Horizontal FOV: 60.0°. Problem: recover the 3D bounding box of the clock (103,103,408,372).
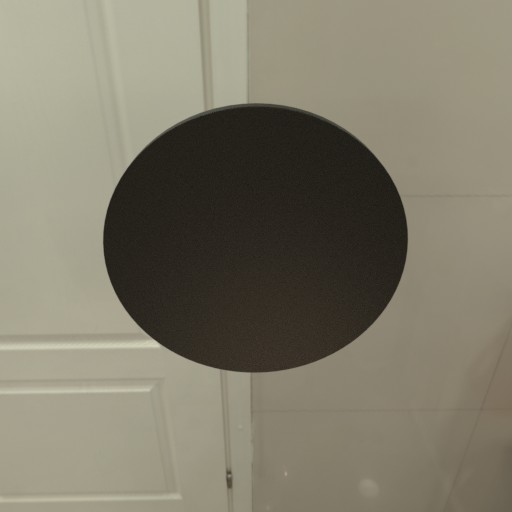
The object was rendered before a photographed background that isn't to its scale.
[{"bbox_3d":[0.000,0.000,0.684,0.454,0.454,0.038,0,30,-1],"label":"clock"}]
